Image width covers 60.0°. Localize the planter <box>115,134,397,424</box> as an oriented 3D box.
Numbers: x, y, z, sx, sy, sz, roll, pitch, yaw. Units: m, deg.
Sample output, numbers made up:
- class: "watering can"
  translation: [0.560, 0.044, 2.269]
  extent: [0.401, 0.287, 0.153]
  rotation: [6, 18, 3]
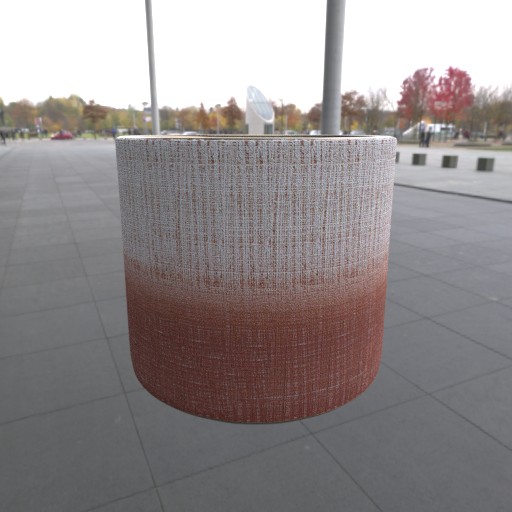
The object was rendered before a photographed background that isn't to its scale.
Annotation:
- class: "planter"
  translation: [0.000, 0.000, 0.383]
  extent: [0.221, 0.201, 0.221]
  rotation: [0, 16, 0]
